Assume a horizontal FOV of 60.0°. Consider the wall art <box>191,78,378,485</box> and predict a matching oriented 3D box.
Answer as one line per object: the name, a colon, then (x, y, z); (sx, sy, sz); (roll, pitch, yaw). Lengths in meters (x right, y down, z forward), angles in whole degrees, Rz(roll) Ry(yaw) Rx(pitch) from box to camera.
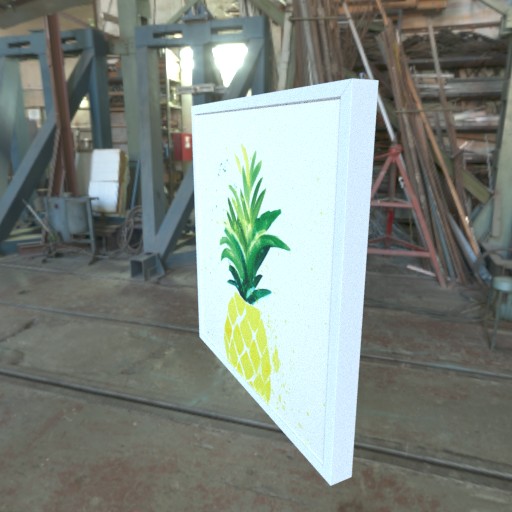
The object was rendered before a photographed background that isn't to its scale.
wall art: (0.000, 0.000, 0.750); (0.035, 0.507, 0.508); (-8, 17, -26)
